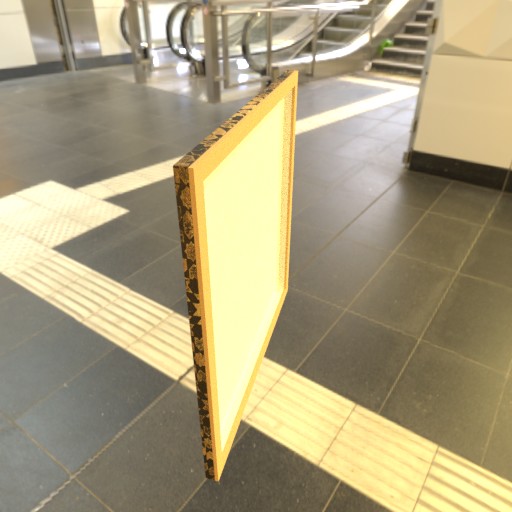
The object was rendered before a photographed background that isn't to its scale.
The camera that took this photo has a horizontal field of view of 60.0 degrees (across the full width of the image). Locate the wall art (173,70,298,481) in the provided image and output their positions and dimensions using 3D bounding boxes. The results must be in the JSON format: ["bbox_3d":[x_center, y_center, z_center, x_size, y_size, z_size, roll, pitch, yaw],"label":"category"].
[{"bbox_3d":[0.000,0.000,1.354,0.038,0.914,0.914,8,33,13],"label":"wall art"}]
